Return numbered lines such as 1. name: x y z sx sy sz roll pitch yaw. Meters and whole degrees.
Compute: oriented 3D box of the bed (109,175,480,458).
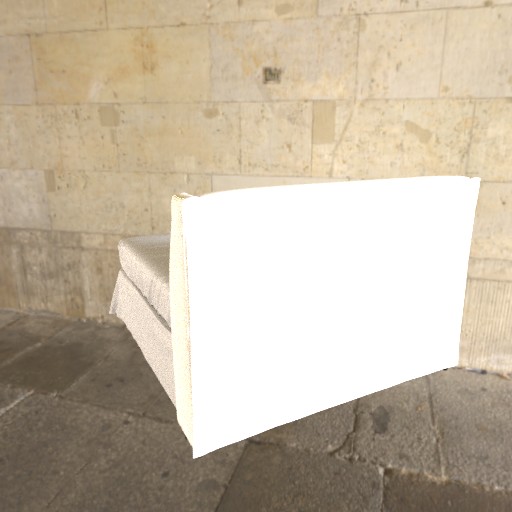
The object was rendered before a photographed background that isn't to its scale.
1. bed: 0.000 0.000 3.382 1.925 1.332 2.276 -8 18 -27
